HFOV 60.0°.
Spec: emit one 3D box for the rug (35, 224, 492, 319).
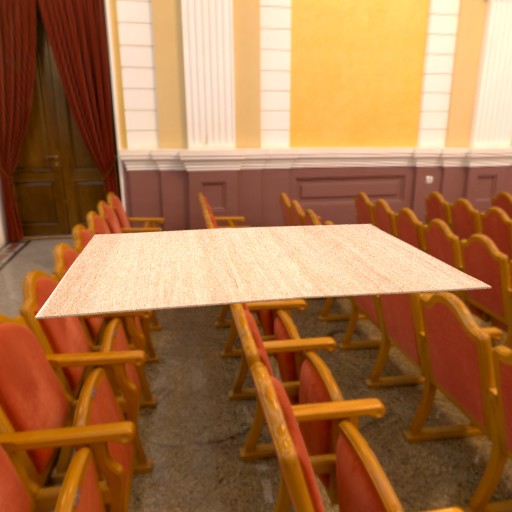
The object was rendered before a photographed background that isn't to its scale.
[{"bbox_3d":[0.000,0.000,2.968,2.346,0.029,1.574,-3,17,-9],"label":"rug"}]
